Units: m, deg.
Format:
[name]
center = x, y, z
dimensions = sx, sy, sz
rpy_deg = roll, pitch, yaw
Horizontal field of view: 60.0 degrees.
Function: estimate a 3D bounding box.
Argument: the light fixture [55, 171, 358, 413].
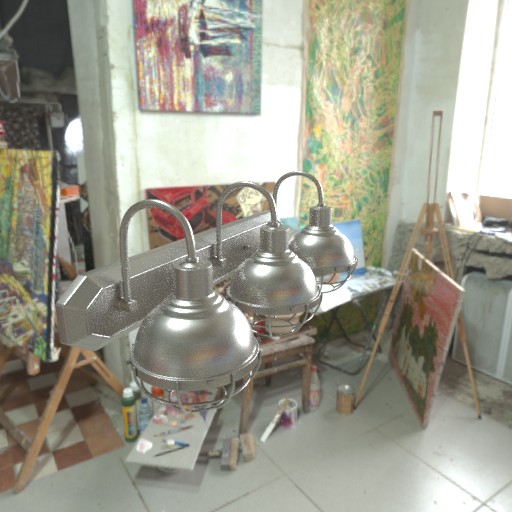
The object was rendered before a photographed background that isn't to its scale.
[light fixture]
center = 0.000, 0.000, 0.763
dimensions = 0.229, 0.254, 0.634
rpy_deg = 8, 17, 26
